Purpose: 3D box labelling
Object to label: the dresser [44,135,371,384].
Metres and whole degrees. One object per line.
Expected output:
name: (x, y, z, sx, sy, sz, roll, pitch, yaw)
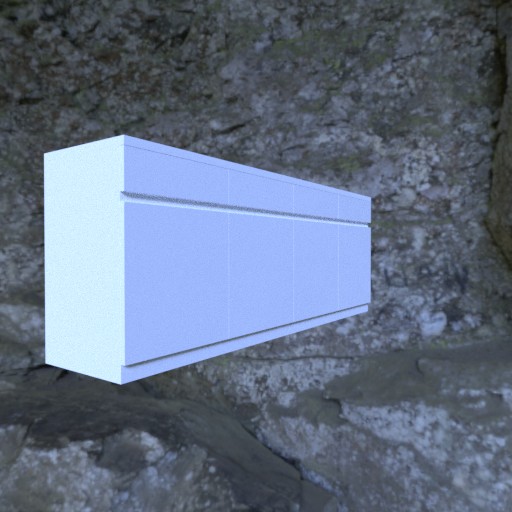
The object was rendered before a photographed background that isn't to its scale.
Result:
dresser: (0.000, 0.000, 2.521, 0.500, 0.840, 2.200, 1, 1, 36)
